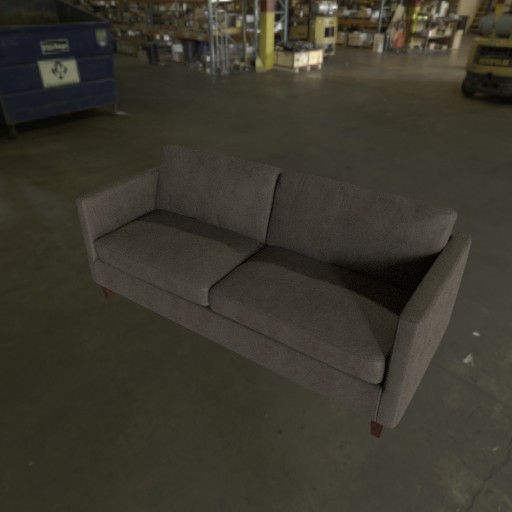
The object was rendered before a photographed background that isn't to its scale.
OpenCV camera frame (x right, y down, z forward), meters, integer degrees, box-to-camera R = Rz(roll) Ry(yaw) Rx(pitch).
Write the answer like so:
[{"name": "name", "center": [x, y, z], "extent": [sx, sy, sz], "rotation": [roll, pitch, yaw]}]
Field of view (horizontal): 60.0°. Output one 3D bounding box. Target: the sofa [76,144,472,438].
[{"name": "sofa", "center": [0.000, 0.000, 2.720], "extent": [2.208, 0.965, 0.951], "rotation": [20, 36, 29]}]
